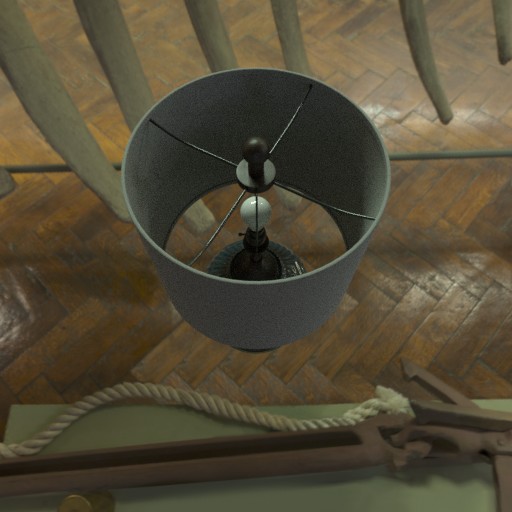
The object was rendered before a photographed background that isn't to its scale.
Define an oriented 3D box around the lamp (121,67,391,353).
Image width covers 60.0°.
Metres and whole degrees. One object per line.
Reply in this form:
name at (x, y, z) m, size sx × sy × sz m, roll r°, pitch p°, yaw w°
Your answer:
lamp at (0.000, 0.000, 0.747) m, size 0.318 × 0.567 × 0.318 m, roll 0°, pitch 63°, yaw 0°
